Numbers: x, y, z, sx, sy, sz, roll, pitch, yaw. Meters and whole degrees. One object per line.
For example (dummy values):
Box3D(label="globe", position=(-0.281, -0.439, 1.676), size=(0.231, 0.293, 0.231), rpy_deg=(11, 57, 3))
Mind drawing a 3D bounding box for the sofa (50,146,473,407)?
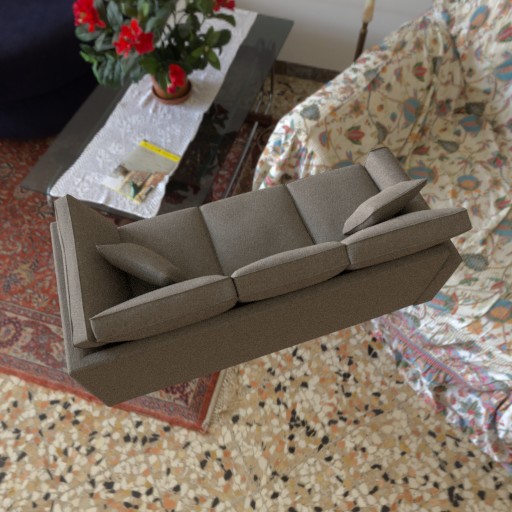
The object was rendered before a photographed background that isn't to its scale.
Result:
Box3D(label="sofa", position=(0.000, 0.000, 2.861), size=(2.317, 0.962, 1.061), rpy_deg=(-16, 60, -10))
